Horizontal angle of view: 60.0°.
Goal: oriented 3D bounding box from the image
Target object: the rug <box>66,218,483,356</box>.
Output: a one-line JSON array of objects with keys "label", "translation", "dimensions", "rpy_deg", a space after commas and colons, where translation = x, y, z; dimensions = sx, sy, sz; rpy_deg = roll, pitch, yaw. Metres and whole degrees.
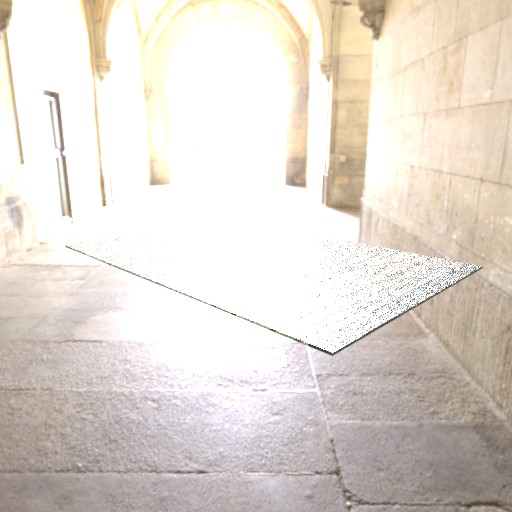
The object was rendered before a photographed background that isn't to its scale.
[{"label": "rug", "translation": [0.000, 0.000, 2.291], "dimensions": [1.811, 0.010, 1.212], "rpy_deg": [15, 21, 43]}]
